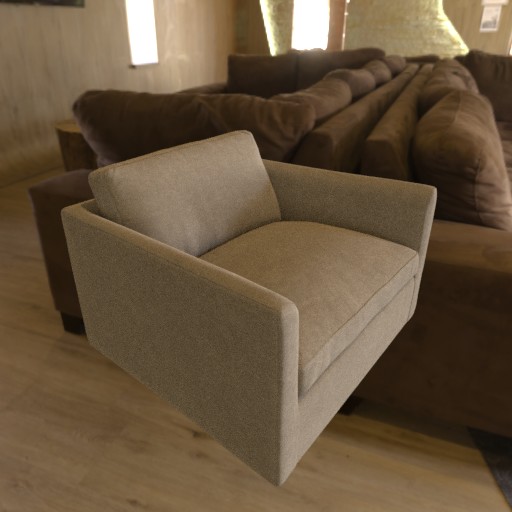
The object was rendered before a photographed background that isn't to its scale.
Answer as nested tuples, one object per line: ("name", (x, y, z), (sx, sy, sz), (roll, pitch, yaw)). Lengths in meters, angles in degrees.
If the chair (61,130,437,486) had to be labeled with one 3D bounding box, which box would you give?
("chair", (0.000, 0.000, 1.843), (1.091, 0.845, 1.190), (19, 32, 33))
